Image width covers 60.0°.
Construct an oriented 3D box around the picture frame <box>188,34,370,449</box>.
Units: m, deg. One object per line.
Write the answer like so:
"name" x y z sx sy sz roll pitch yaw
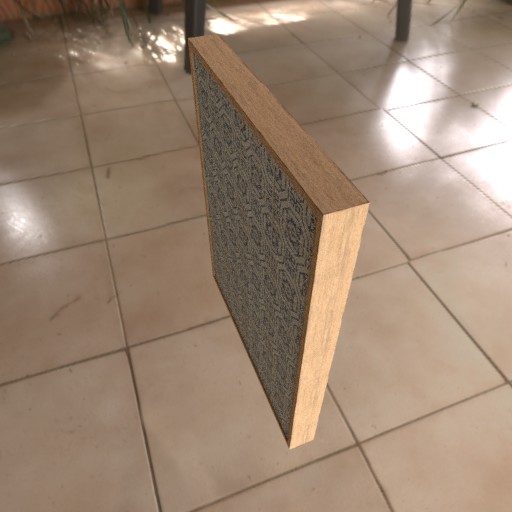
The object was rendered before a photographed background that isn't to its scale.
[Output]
"picture frame" 0.000 0.000 0.705 0.046 0.526 0.421 -16 48 -15
